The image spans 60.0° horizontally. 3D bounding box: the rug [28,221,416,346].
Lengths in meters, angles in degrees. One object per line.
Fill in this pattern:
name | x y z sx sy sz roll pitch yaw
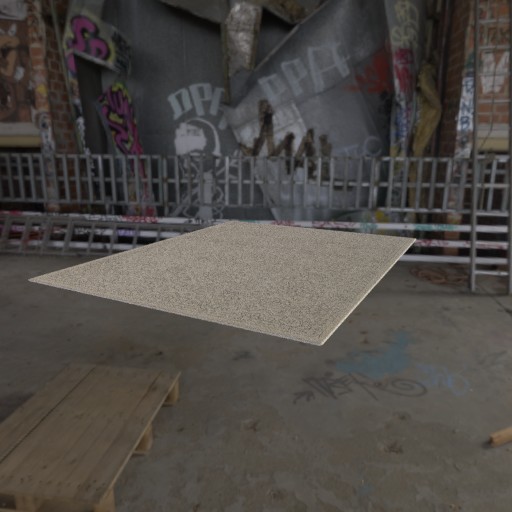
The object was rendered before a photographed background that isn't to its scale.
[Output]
rug | 0.000 0.000 4.230 2.441 0.015 3.050 8 16 27
